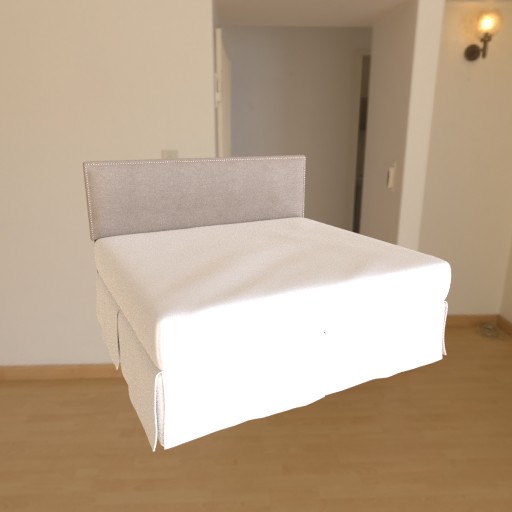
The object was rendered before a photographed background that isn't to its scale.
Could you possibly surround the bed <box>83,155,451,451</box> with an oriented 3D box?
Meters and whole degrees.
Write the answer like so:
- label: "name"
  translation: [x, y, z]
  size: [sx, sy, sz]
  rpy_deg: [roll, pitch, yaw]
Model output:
- label: "bed"
  translation: [0.000, 0.000, 3.330]
  size: [2.170, 1.346, 1.914]
  rpy_deg: [-8, 18, -27]
